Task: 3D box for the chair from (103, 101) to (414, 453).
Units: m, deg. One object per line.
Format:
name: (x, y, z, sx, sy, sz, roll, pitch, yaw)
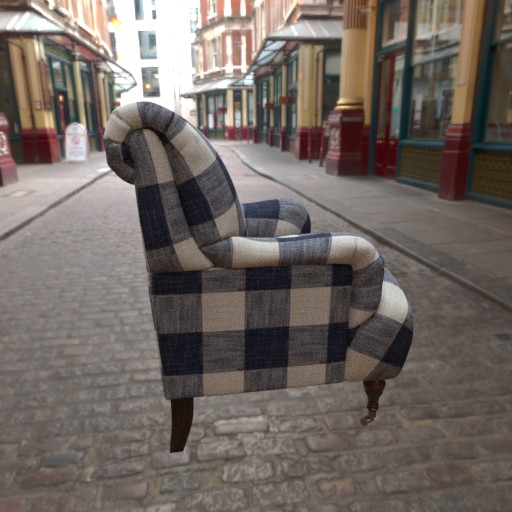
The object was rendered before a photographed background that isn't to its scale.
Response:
chair: (0.000, 0.000, 1.514, 0.848, 0.953, 0.781, -3, 16, -10)
